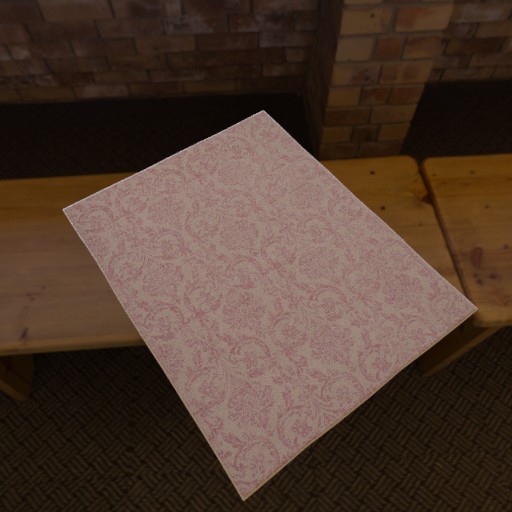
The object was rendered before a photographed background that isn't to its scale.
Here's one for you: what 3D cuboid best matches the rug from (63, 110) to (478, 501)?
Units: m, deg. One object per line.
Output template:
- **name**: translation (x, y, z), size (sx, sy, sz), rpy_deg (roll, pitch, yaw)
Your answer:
- **rug**: translation (0.000, 0.000, 3.920), size (2.363, 0.012, 2.980), rpy_deg (-32, 63, -18)
